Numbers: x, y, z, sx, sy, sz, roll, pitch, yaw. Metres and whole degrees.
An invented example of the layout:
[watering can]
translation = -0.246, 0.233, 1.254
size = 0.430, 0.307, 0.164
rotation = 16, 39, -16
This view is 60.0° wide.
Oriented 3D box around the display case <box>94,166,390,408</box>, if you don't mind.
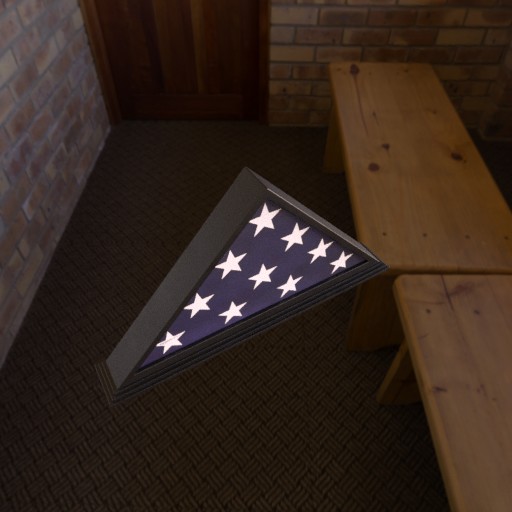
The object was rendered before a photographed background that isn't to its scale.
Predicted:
[display case]
translation = 0.000, 0.000, 0.788
size = 0.640, 0.340, 0.095
rotation = -23, 50, -21
